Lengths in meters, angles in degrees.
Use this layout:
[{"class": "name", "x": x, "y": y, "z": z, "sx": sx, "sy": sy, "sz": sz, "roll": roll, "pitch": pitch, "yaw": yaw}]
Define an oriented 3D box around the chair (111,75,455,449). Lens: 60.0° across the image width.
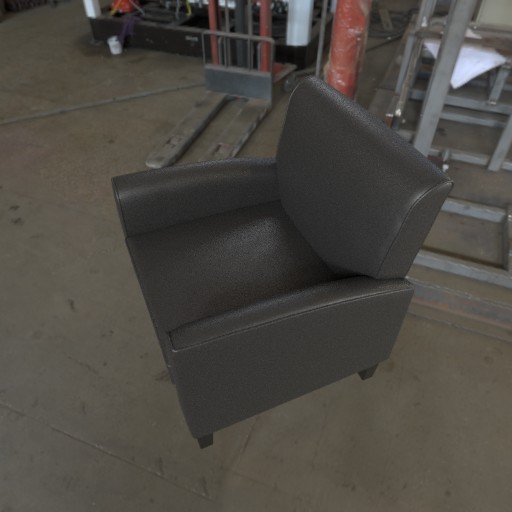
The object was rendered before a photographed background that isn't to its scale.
[{"class": "chair", "x": 0.000, "y": 0.000, "z": 1.572, "sx": 0.819, "sy": 0.916, "sz": 0.820, "roll": -17, "pitch": 47, "yaw": -17}]
